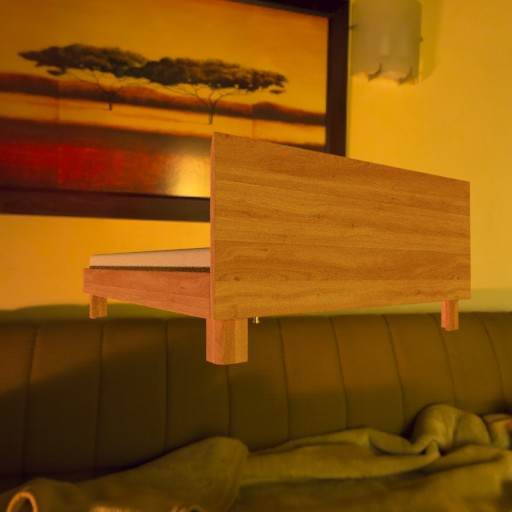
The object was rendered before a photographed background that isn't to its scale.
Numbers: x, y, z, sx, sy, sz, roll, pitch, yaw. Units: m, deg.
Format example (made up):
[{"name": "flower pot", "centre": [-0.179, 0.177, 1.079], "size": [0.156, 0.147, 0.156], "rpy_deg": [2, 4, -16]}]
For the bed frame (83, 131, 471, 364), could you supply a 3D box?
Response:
[{"name": "bed frame", "centre": [0.000, 0.000, 3.139], "size": [1.872, 0.940, 2.092], "rpy_deg": [1, -1, -35]}]
